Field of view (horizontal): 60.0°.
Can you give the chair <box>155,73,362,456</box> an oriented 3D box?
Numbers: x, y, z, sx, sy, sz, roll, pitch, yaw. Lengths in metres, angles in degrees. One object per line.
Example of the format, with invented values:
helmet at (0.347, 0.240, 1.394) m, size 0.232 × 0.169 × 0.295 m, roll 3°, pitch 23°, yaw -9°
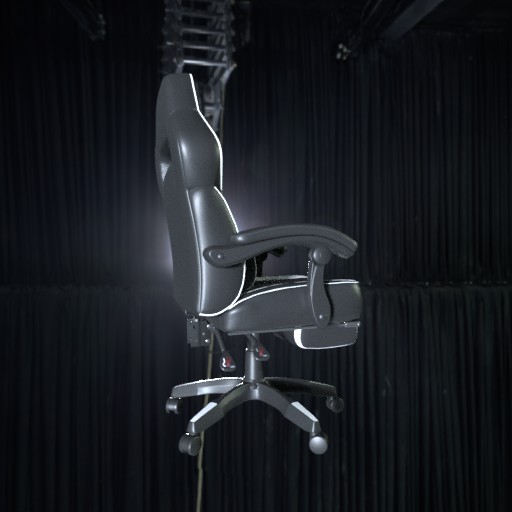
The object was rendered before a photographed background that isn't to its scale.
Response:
chair at (0.000, 0.000, 1.620) m, size 0.700 × 1.200 × 0.676 m, roll 0°, pitch 0°, yaw -19°
